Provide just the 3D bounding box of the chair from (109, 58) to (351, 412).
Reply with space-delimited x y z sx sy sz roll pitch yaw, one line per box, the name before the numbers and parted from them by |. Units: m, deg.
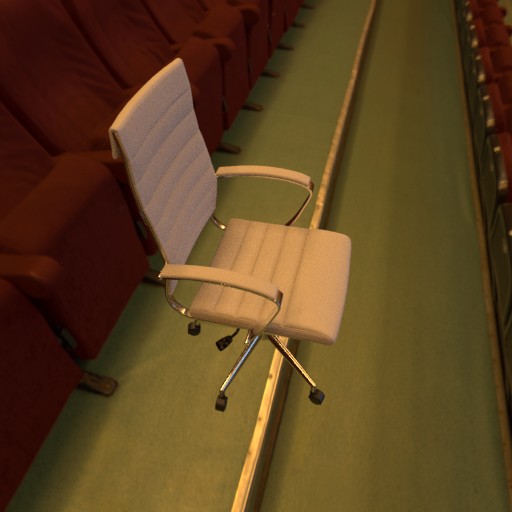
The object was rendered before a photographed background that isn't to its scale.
chair | 0.000 0.000 1.565 0.667 1.149 0.679 11 47 10
